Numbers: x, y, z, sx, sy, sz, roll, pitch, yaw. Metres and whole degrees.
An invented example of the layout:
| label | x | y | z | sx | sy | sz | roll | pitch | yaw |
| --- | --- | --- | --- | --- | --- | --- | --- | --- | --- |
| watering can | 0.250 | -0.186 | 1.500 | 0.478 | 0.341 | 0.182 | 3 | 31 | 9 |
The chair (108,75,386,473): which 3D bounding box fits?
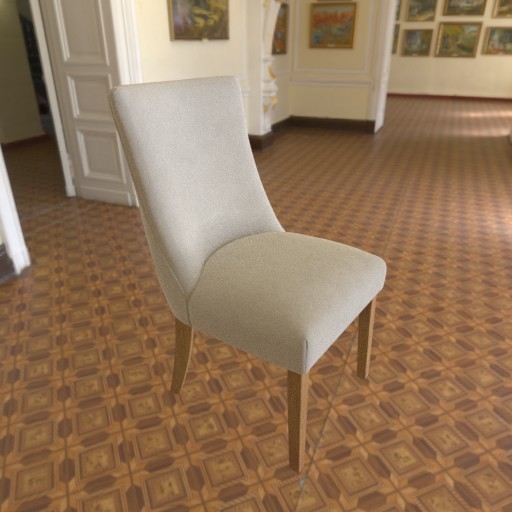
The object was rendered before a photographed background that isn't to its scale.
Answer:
| label | x | y | z | sx | sy | sz | roll | pitch | yaw |
| --- | --- | --- | --- | --- | --- | --- | --- | --- | --- |
| chair | 0.000 | 0.000 | 1.247 | 0.610 | 0.902 | 0.495 | 17 | 31 | 31 |
